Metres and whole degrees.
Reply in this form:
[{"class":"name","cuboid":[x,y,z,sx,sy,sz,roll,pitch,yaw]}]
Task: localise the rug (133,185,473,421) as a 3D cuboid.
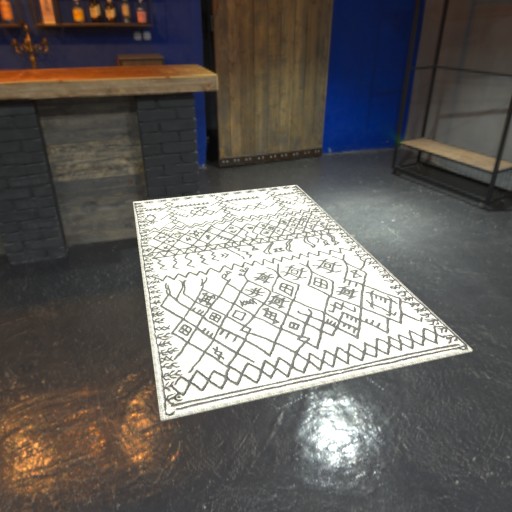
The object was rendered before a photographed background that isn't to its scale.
[{"class":"rug","cuboid":[0.000,0.000,3.027,1.526,0.012,2.444,-8,30,-14]}]
